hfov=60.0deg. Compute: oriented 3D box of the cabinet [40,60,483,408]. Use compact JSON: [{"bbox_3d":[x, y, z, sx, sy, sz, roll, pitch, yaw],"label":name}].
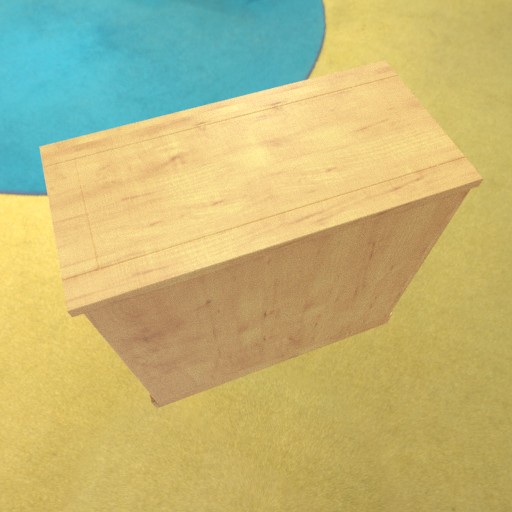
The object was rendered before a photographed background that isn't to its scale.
[{"bbox_3d":[0.000,0.000,1.377,0.920,0.840,0.450,-18,61,-10],"label":"cabinet"}]
